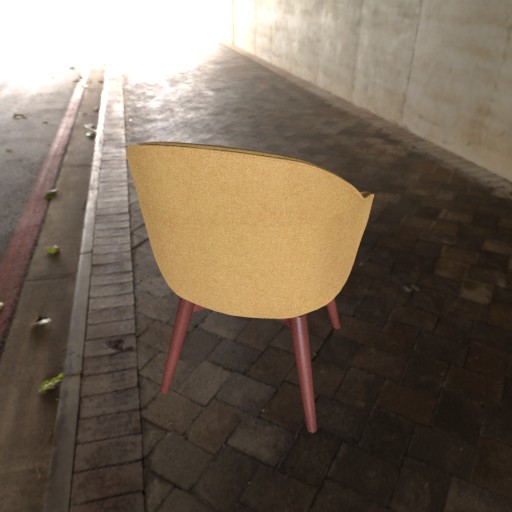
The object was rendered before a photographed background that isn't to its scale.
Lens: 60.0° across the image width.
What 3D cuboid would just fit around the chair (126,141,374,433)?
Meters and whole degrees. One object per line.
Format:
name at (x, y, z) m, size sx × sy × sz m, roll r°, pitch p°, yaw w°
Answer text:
chair at (0.000, 0.000, 1.271) m, size 0.596 × 0.823 × 0.635 m, roll 9°, pitch 32°, yaw 15°
